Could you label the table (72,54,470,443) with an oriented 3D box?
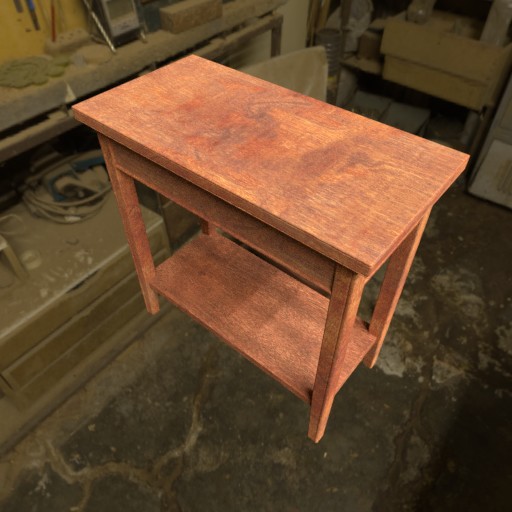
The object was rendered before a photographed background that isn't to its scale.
[{"bbox_3d":[0.000,0.000,0.958,0.610,0.610,0.305,31,53,27],"label":"table"}]
